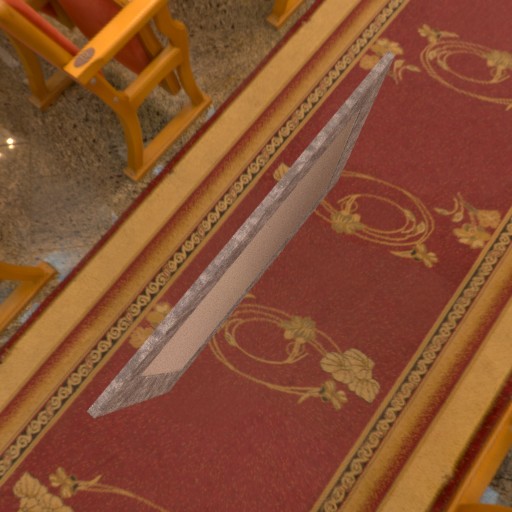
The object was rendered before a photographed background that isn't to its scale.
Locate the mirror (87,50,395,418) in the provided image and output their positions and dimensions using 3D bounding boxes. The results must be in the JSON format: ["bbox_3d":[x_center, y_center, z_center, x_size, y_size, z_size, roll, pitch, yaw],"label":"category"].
[{"bbox_3d":[0.000,0.000,1.403,0.022,0.795,1.101,38,79,8],"label":"mirror"}]
